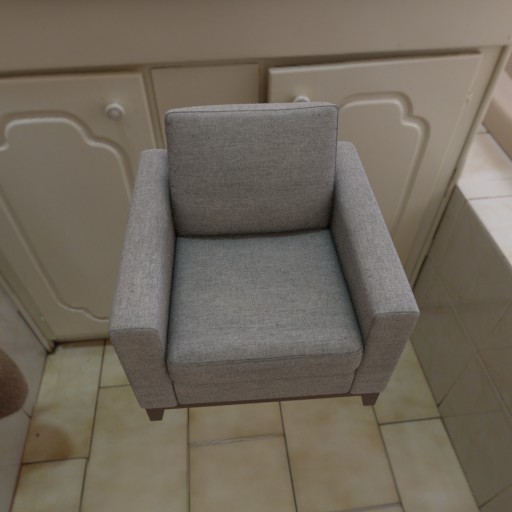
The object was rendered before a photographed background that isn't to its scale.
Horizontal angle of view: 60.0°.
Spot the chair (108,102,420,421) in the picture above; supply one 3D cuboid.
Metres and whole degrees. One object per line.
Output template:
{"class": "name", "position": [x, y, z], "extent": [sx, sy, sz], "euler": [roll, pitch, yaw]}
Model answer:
{"class": "chair", "position": [0.000, 0.000, 1.883], "extent": [1.024, 1.010, 1.038], "euler": [-3, 47, -3]}
